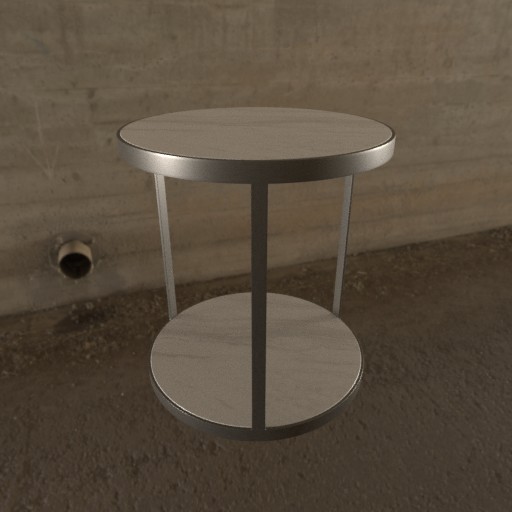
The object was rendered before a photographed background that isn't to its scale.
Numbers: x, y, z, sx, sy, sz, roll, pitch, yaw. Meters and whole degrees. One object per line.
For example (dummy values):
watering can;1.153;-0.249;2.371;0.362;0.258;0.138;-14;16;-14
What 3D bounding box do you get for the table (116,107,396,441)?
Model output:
table;0.000;0.000;0.839;0.445;0.479;0.445;0;27;0
